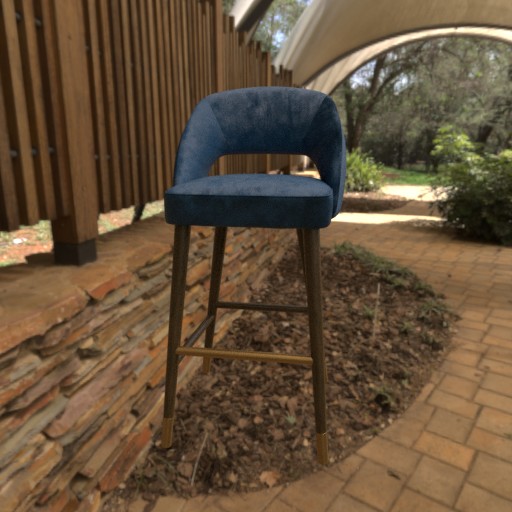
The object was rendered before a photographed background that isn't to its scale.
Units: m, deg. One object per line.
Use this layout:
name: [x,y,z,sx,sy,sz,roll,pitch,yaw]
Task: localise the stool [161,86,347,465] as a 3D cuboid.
stool: [0.000,0.000,1.342,0.514,1.016,0.515,2,15,9]
